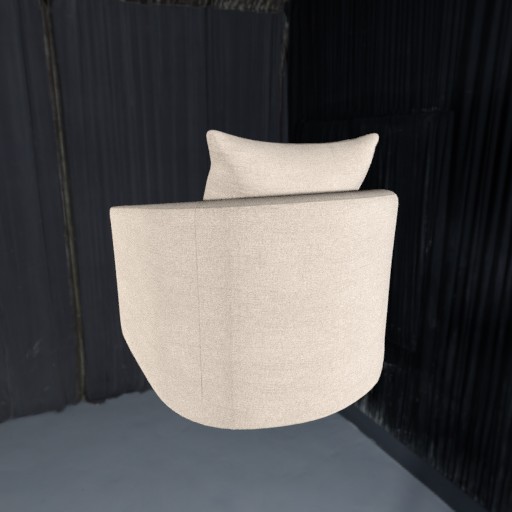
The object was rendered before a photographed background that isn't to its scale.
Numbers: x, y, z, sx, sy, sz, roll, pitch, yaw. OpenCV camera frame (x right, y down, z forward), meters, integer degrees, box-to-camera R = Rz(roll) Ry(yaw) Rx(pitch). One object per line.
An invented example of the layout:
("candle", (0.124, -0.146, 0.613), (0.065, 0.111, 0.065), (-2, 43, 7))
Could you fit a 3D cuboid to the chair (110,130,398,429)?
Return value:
("chair", (0.000, 0.000, 1.580), (0.845, 0.848, 0.910), (-8, 16, -27))
